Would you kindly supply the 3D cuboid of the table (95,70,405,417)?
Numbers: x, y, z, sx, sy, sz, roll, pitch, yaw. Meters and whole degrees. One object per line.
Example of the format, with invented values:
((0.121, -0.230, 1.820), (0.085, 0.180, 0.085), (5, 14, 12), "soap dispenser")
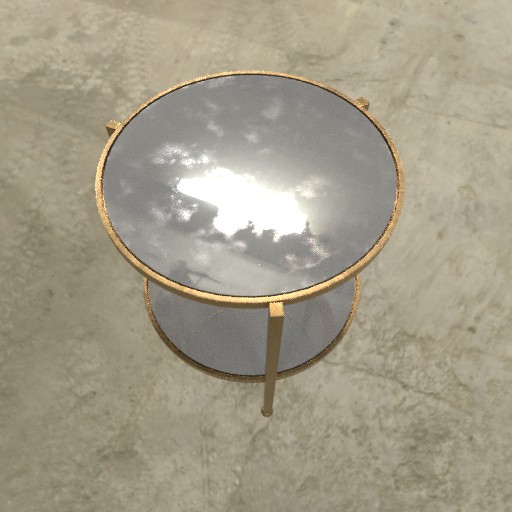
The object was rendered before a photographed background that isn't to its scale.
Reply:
((0.000, 0.000, 0.453), (0.243, 0.269, 0.231), (-33, 64, -19), "table")
